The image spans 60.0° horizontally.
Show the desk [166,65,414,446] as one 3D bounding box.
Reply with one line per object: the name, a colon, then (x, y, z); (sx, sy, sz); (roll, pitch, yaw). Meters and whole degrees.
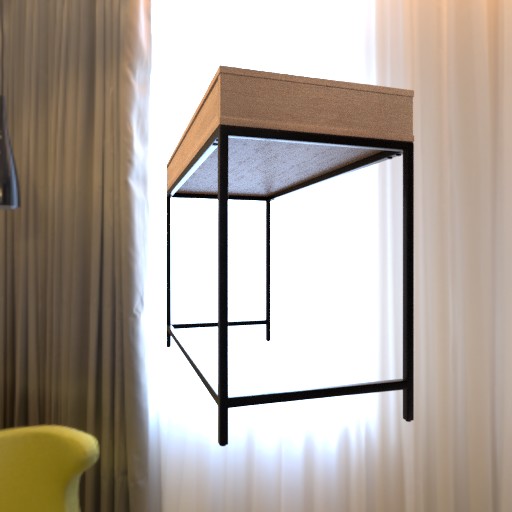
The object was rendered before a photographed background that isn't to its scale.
desk: (0.000, 0.000, 1.437); (0.470, 0.762, 1.016); (0, 0, -17)
